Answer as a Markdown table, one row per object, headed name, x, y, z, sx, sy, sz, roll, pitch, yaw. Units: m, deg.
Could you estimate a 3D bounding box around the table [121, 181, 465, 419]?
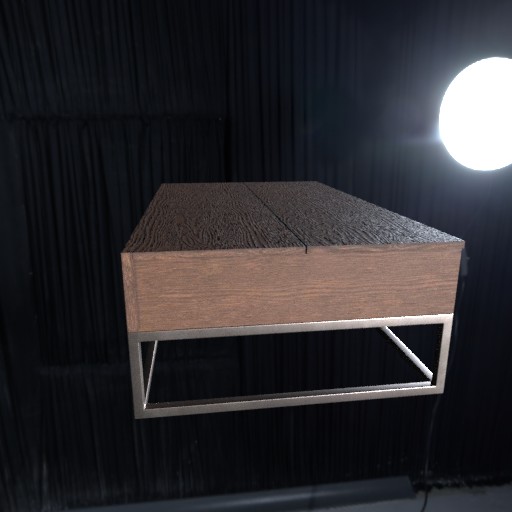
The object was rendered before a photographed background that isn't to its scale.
| name | x | y | z | sx | sy | sz | roll | pitch | yaw |
| --- | --- | --- | --- | --- | --- | --- | --- | --- | --- |
| table | 0.000 | 0.000 | 1.481 | 0.719 | 0.361 | 1.167 | -2 | 16 | -8 |
